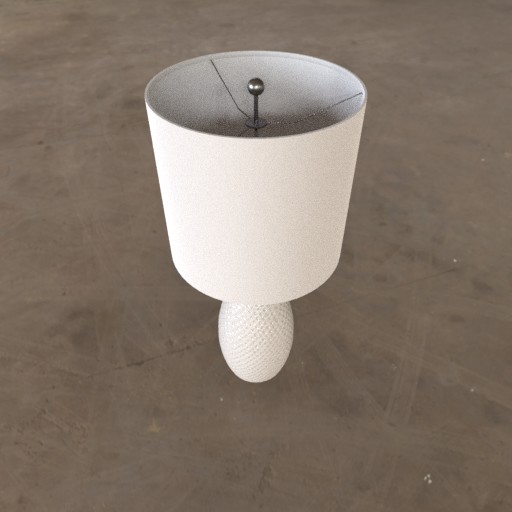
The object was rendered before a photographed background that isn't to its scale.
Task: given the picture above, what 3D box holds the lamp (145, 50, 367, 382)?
[{"bbox_3d":[0.000,0.000,0.586,0.214,0.466,0.214,0,42,0],"label":"lamp"}]
